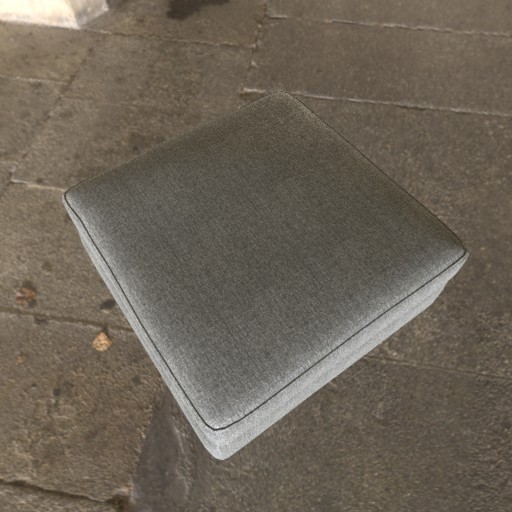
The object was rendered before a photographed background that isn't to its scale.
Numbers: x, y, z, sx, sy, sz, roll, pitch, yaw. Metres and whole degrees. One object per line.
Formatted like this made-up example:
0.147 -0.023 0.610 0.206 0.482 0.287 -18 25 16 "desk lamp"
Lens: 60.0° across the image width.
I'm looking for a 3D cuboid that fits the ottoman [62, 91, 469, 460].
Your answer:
0.000 0.000 1.366 0.838 0.481 0.838 -31 63 -18 "ottoman"
